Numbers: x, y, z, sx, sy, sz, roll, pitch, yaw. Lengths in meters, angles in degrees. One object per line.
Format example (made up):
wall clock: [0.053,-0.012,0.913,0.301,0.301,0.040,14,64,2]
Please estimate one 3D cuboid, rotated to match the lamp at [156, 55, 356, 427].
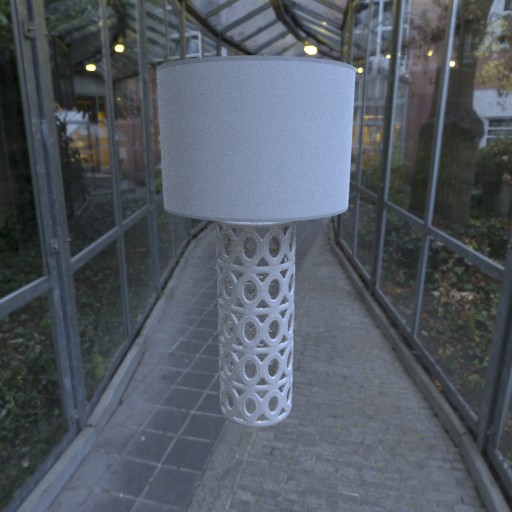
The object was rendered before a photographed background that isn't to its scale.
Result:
lamp: [0.000,0.000,0.824,0.325,0.636,0.324,8,17,26]
